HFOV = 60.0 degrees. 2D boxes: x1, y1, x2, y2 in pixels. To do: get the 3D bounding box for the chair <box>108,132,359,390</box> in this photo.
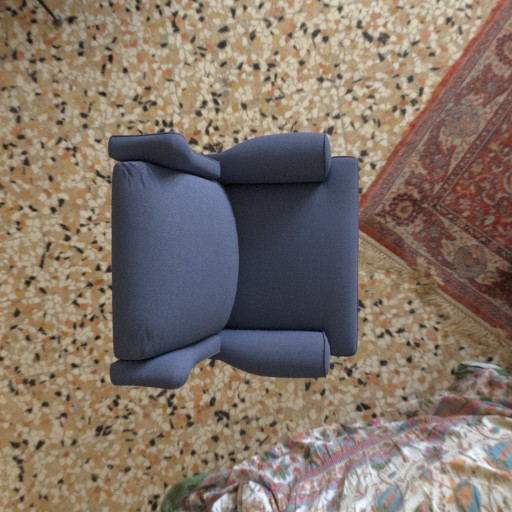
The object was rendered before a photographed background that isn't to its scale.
[{"bbox_3d":[0.000,0.000,1.769,0.877,1.020,0.971,0,91,0],"label":"chair"}]
